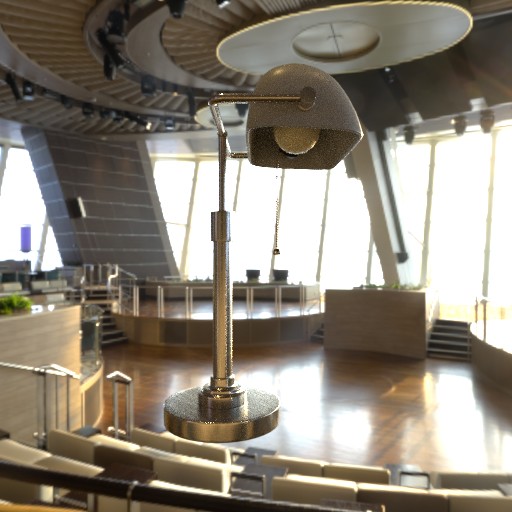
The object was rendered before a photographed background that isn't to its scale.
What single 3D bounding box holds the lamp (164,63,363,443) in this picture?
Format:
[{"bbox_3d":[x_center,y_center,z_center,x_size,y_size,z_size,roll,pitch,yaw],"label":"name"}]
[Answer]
[{"bbox_3d":[0.000,0.000,0.549,0.227,0.404,0.269,0,0,0],"label":"lamp"}]
